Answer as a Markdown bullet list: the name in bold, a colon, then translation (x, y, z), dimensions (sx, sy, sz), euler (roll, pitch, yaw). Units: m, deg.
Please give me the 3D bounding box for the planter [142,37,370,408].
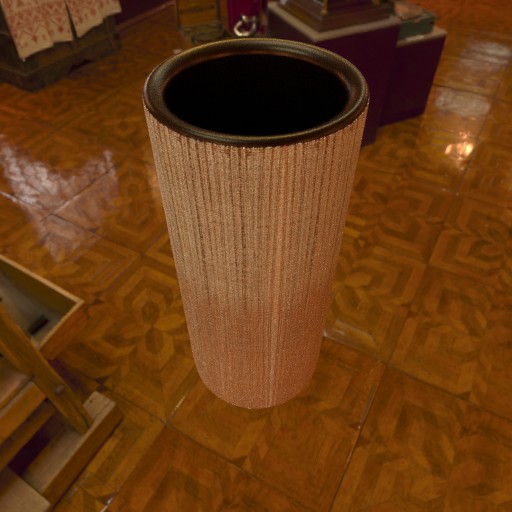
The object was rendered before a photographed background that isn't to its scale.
- **planter**: translation (0.000, 0.000, 0.278), dimensions (0.100, 0.227, 0.100), euler (24, 51, 21)
